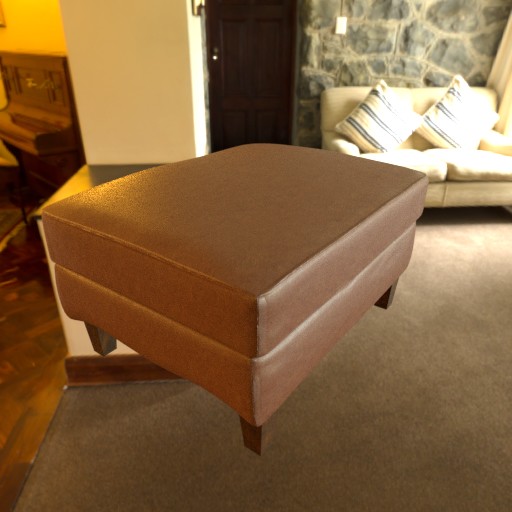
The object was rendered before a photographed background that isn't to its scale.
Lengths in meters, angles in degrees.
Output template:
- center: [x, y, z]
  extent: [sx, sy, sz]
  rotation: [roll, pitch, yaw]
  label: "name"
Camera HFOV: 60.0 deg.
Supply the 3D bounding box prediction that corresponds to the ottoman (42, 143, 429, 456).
- center: [0.000, 0.000, 1.218]
  extent: [0.650, 0.485, 0.851]
  rotation: [18, 32, 32]
  label: "ottoman"
